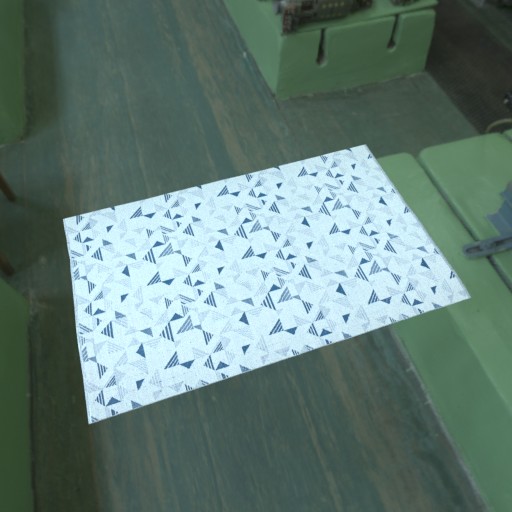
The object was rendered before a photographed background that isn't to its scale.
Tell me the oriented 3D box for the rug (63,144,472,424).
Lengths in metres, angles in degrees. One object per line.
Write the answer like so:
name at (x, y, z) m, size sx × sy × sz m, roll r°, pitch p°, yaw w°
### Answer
rug at (0.000, 0.000, 3.047) m, size 2.457 × 0.009 × 1.512 m, roll -16°, pitch 58°, yaw -10°
